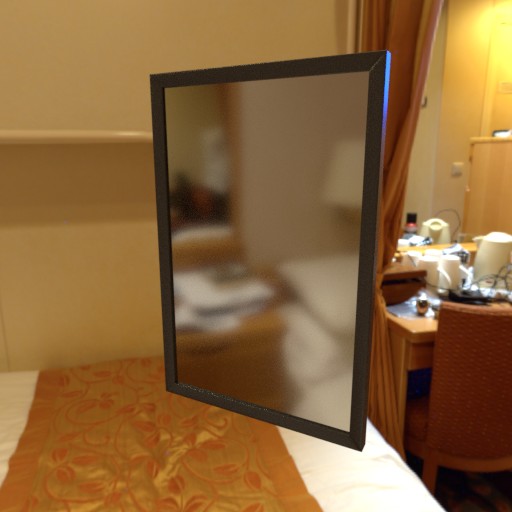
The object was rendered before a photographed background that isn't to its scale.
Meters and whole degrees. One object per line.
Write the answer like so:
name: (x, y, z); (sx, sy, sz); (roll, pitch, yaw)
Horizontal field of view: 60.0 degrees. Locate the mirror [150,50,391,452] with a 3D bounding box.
mirror: (0.000, 0.000, 1.139); (0.609, 0.915, 0.040); (7, 15, 27)
